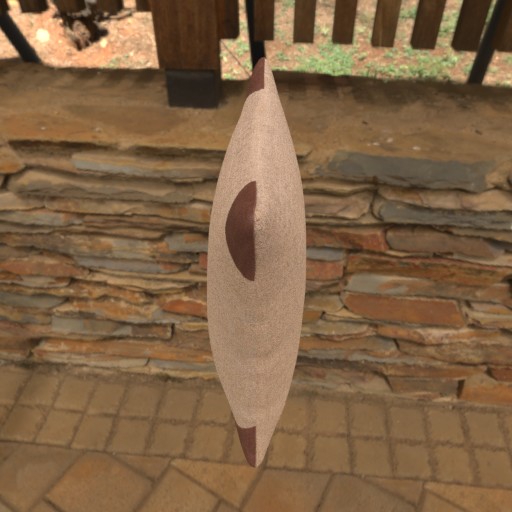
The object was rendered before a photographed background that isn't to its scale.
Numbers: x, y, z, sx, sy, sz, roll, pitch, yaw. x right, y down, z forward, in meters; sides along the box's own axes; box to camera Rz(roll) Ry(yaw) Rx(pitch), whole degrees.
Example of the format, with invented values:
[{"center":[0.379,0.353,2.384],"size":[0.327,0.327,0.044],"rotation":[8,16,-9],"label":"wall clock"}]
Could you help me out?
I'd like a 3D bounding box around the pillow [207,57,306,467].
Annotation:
[{"center":[0.000,0.000,0.669],"size":[0.147,0.448,0.437],"rotation":[0,40,1],"label":"pillow"}]
